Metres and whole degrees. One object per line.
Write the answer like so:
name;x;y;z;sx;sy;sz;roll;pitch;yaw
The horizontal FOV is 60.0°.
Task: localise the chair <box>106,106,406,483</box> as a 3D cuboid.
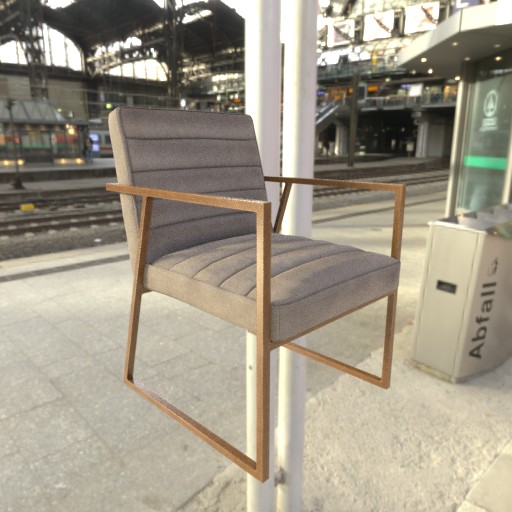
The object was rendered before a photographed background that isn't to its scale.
chair;0.000;0.000;1.300;0.578;0.843;0.682;-14;20;-43
